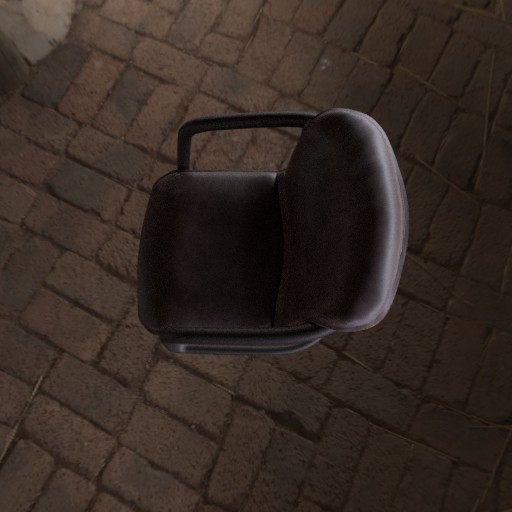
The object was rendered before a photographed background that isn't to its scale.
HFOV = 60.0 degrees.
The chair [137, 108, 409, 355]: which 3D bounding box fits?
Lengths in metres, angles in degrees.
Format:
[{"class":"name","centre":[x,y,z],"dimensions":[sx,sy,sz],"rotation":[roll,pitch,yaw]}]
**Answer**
[{"class":"chair","centre":[0.000,0.000,1.267],"dimensions":[0.664,0.836,0.536],"rotation":[2,76,1]}]
